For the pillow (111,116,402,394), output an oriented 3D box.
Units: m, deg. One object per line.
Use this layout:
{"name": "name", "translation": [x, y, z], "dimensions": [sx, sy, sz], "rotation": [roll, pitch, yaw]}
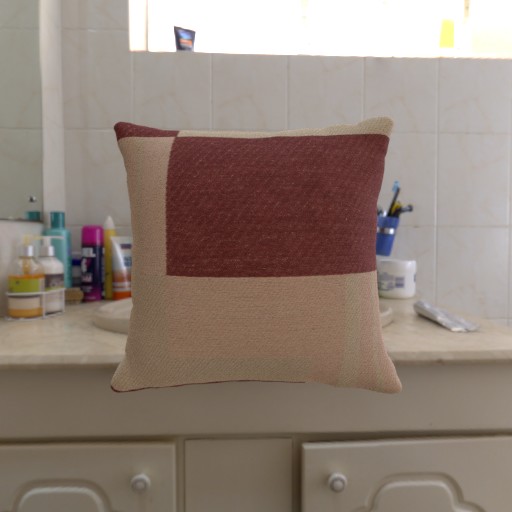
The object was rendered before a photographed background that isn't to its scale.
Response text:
{"name": "pillow", "translation": [0.000, 0.000, 0.813], "dimensions": [0.536, 0.506, 0.229], "rotation": [0, 2, 0]}
